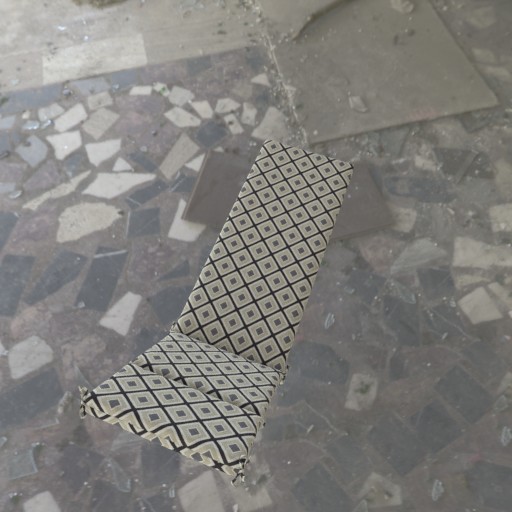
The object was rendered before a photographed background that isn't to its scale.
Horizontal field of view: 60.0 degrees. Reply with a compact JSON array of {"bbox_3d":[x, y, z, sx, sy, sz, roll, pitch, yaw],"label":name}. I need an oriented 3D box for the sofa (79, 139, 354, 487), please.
[{"bbox_3d":[0.000,0.000,1.884,0.582,0.622,1.663,19,65,9],"label":"sofa"}]
